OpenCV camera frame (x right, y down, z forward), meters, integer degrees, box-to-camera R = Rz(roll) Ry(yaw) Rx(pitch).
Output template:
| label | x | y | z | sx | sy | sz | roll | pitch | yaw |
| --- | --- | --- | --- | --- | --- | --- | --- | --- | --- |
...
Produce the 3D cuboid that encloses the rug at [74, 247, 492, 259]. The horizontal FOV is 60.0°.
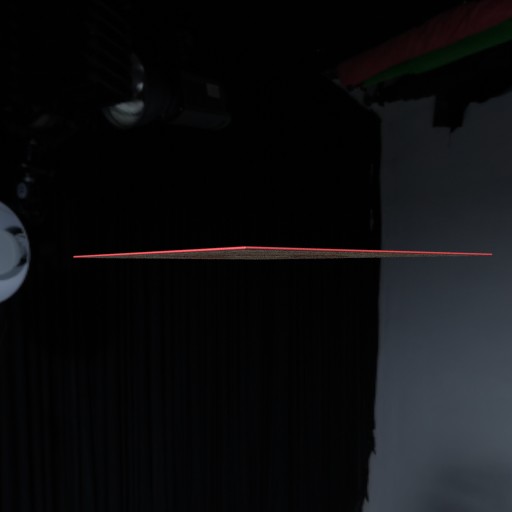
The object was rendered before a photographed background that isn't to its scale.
| label | x | y | z | sx | sy | sz | roll | pitch | yaw |
| --- | --- | --- | --- | --- | --- | --- | --- | --- | --- |
| rug | 0.000 | 0.000 | 4.014 | 2.387 | 0.013 | 3.053 | 1 | -1 | -36 |
